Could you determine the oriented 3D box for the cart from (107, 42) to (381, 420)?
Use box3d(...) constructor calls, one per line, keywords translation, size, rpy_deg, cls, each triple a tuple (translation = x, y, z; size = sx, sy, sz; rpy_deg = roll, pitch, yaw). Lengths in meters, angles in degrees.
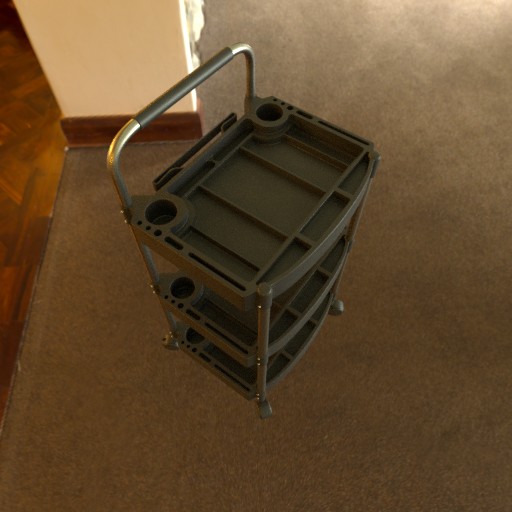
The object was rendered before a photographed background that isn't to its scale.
box3d(translation=(0.000, 0.000, 1.373), size=(0.518, 1.075, 0.584), rpy_deg=(32, 62, 19), cls="cart")
